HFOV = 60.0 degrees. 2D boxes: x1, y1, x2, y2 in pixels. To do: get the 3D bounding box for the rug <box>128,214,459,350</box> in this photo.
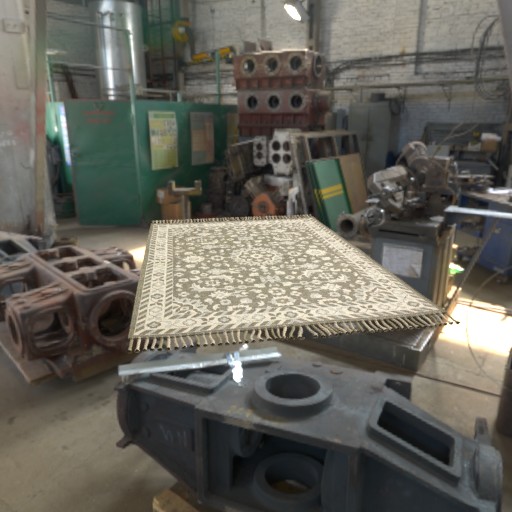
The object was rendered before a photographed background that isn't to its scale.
[{"bbox_3d":[0.000,0.000,3.069,1.530,0.025,2.431,-3,18,-10],"label":"rug"}]
